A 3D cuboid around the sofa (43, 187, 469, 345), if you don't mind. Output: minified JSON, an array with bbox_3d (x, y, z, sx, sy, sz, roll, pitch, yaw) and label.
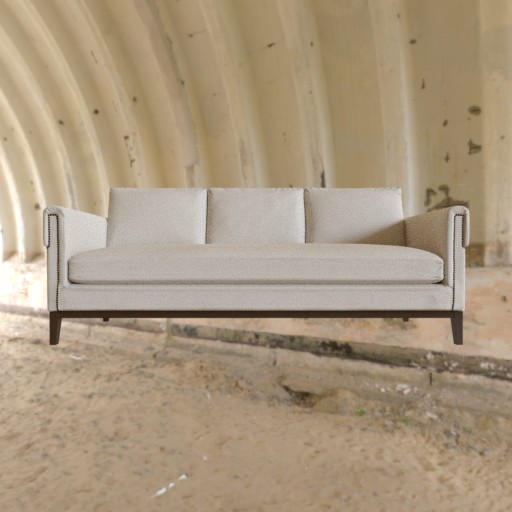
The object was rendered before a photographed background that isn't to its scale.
[{"bbox_3d":[0.000,0.000,2.682,2.198,0.911,0.902,0,0,0],"label":"sofa"}]
